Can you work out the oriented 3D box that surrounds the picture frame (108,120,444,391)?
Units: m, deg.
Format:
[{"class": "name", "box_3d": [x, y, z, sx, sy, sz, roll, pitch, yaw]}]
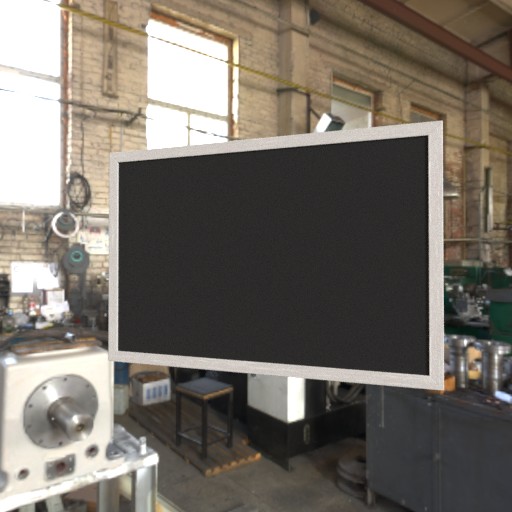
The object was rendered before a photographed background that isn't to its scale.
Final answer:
[{"class": "picture frame", "box_3d": [0.000, 0.000, 1.221, 0.950, 0.640, 0.029, 0, -1, 19]}]
